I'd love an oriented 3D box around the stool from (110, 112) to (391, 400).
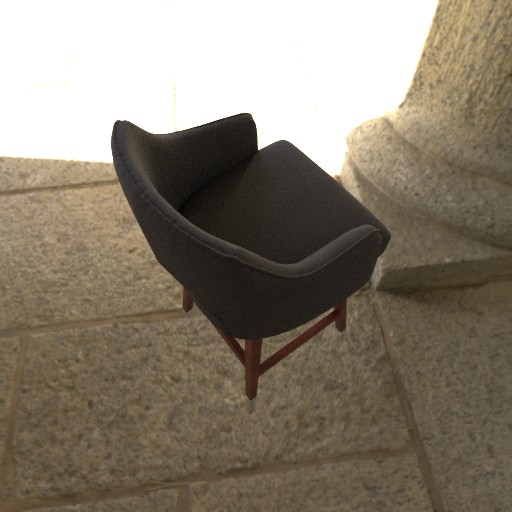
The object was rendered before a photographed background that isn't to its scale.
[{"bbox_3d":[0.000,0.000,1.253,0.558,0.912,0.548,-32,63,-19],"label":"stool"}]
